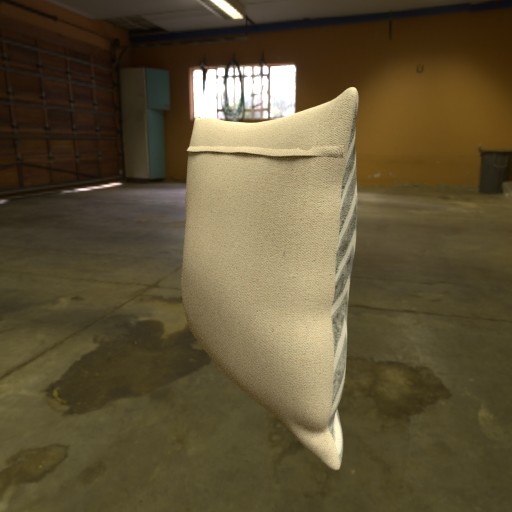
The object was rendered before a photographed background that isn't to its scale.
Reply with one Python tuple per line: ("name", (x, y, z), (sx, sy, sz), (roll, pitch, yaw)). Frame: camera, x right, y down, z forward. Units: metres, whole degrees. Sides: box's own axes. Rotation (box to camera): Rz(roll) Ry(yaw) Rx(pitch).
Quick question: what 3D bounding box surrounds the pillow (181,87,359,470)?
("pillow", (0.000, 0.000, 0.670), (0.182, 0.441, 0.440), (-8, 16, -28))
